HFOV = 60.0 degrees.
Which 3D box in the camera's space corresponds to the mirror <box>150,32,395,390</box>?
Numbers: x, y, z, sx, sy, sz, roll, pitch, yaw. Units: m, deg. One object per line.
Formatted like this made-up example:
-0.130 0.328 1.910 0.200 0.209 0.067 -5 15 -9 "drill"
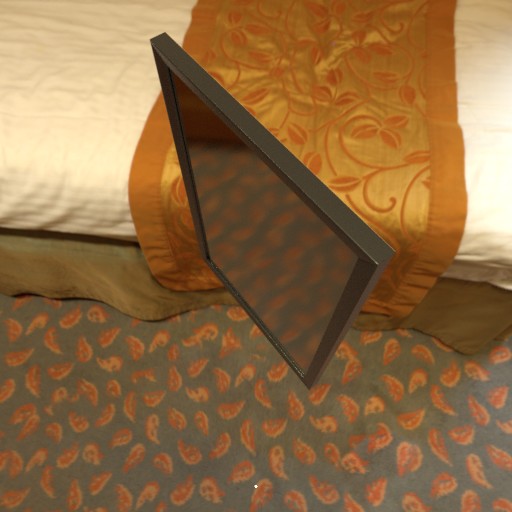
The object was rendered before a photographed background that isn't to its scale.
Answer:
0.000 0.000 1.145 0.040 0.915 0.609 -35 68 -16 "mirror"
